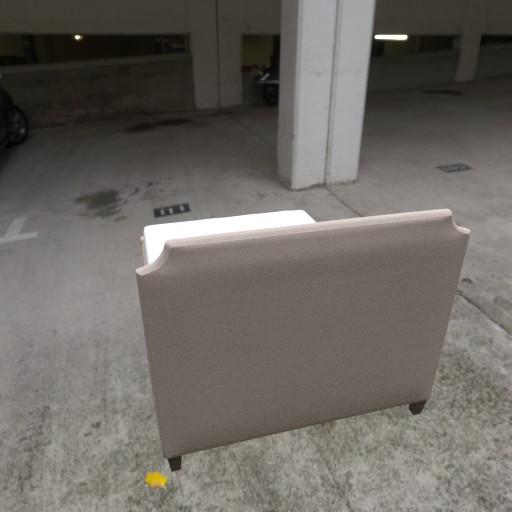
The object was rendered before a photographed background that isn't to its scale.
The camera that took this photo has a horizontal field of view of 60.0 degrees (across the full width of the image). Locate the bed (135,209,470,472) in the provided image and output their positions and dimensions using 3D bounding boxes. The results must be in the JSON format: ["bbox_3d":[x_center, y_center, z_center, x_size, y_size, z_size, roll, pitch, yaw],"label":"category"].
[{"bbox_3d":[0.000,0.000,3.369,1.713,1.443,2.372,-7,28,-14],"label":"bed"}]
